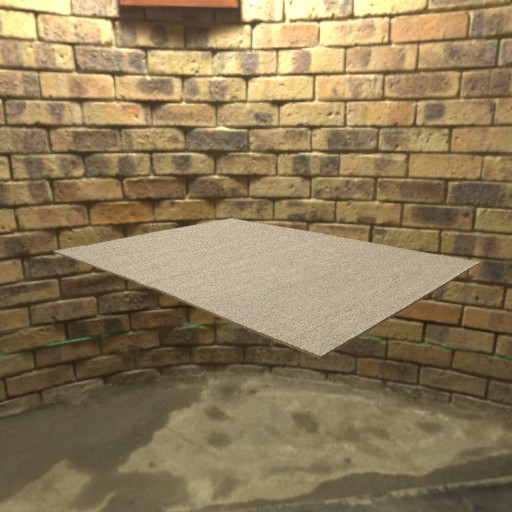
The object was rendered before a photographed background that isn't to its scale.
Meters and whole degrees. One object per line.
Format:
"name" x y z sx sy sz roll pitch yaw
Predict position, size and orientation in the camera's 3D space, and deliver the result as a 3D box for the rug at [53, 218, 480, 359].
"rug" 0.000 0.000 4.688 3.626 0.051 2.757 14 20 42
